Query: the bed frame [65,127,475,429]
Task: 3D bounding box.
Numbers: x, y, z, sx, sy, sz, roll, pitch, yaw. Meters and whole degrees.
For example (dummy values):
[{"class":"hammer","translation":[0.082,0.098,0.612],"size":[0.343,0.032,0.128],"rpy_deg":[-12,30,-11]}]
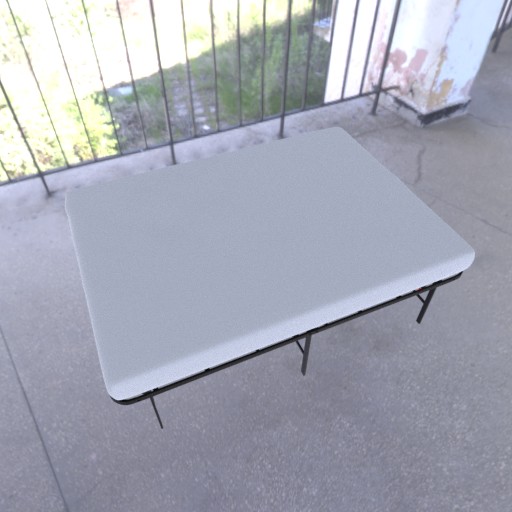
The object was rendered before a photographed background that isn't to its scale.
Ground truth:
[{"class":"bed frame","translation":[0.000,0.000,2.624],"size":[1.905,0.637,1.372],"rpy_deg":[-18,49,-16]}]
